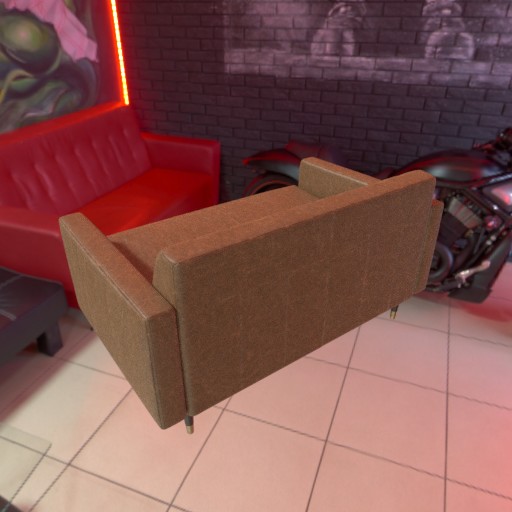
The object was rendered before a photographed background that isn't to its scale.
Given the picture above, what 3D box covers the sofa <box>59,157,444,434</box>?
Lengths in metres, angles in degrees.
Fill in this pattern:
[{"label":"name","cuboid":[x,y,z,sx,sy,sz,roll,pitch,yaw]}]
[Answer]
[{"label":"sofa","cuboid":[0.000,0.000,2.145,1.549,0.820,0.960,-20,35,-31]}]
